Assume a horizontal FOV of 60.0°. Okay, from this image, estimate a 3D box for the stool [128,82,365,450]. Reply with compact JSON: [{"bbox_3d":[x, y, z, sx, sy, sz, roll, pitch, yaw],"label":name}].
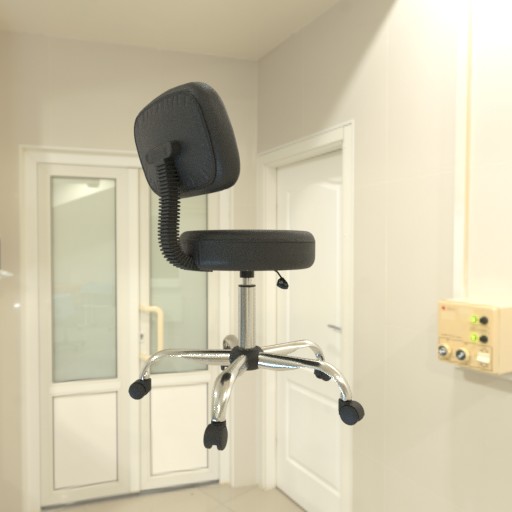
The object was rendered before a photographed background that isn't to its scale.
[{"bbox_3d":[0.000,0.000,1.338,0.648,0.862,0.673,-1,2,-37],"label":"stool"}]
